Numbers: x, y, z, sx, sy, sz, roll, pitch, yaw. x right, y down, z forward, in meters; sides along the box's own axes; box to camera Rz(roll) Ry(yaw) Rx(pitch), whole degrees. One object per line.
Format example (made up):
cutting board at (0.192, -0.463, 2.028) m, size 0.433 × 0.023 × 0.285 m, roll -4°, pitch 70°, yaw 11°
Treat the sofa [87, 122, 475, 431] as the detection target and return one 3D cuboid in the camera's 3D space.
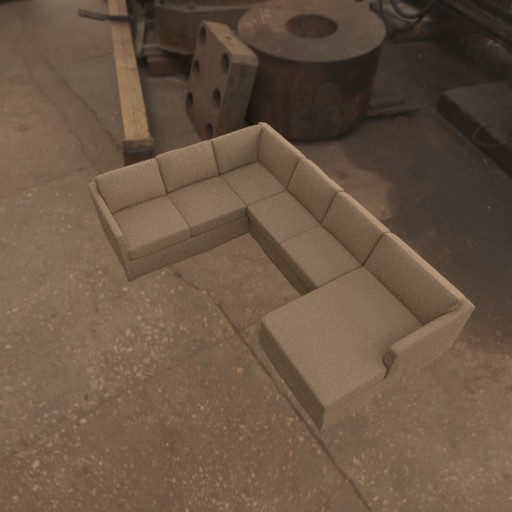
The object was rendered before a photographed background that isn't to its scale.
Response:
sofa at (0.000, 0.000, 4.601) m, size 2.427 × 0.882 × 3.460 m, roll -24°, pitch 52°, yaw -20°
